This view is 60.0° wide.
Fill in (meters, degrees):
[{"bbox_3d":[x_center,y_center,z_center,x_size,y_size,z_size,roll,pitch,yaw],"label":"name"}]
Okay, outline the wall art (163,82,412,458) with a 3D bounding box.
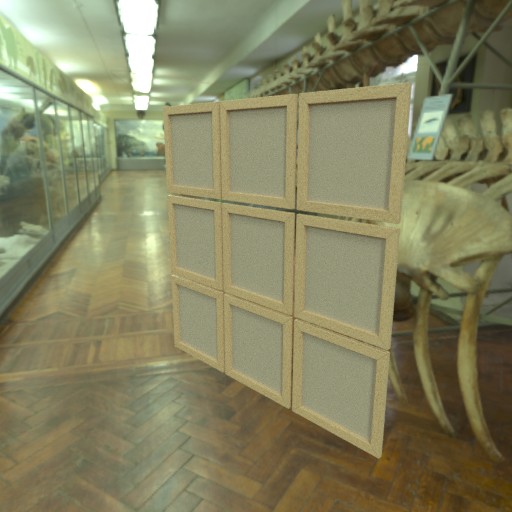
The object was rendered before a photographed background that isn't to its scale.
[{"bbox_3d":[0.000,0.000,1.791,0.016,1.207,1.217,-14,20,-43],"label":"wall art"}]
